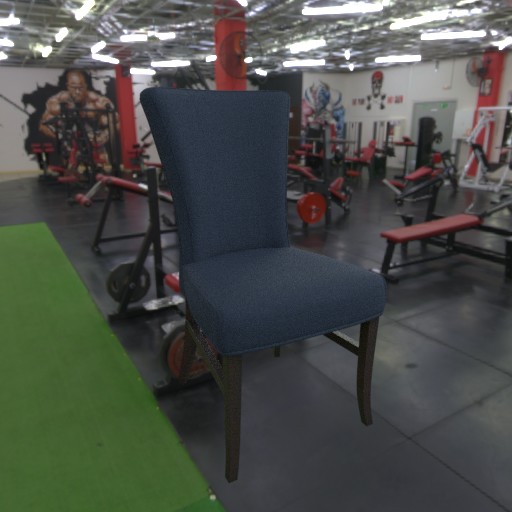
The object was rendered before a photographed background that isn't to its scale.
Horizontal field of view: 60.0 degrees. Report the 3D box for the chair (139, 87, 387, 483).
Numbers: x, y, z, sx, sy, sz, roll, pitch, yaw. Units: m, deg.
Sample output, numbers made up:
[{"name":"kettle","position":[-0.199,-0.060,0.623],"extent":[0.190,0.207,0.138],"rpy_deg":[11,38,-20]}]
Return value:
[{"name":"chair","position":[0.000,0.000,1.368],"extent":[0.520,0.991,0.660],"rpy_deg":[-9,20,-27]}]
